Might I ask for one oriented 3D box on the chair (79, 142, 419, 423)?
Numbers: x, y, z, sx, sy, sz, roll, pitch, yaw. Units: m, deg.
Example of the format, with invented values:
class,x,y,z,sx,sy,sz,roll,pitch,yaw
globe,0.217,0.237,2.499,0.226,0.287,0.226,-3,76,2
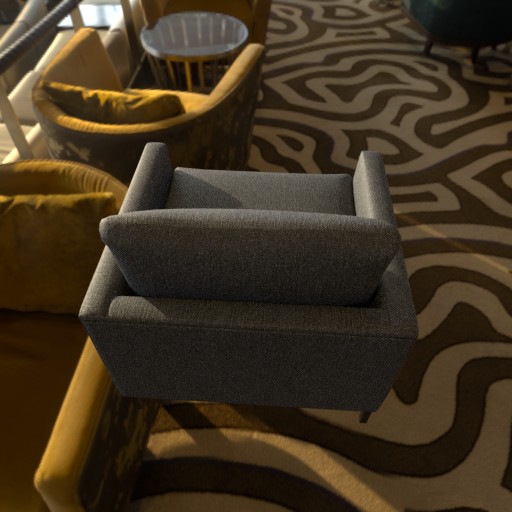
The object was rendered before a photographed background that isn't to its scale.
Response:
class,x,y,z,sx,sy,sz,roll,pitch,yaw
chair,0.000,0.000,1.622,0.963,0.861,0.866,3,48,2
